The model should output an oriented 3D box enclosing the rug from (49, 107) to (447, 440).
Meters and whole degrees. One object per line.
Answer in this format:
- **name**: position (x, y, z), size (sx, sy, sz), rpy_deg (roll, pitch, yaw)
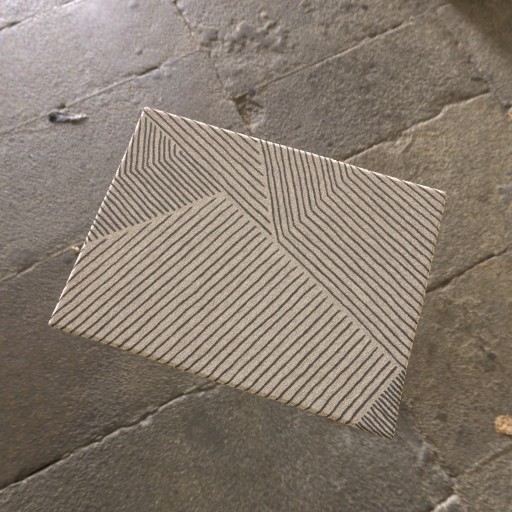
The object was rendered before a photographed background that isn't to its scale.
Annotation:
- **rug**: position (0.000, 0.000, 3.208), size (2.449, 0.028, 1.829), rpy_deg (17, 75, 5)
